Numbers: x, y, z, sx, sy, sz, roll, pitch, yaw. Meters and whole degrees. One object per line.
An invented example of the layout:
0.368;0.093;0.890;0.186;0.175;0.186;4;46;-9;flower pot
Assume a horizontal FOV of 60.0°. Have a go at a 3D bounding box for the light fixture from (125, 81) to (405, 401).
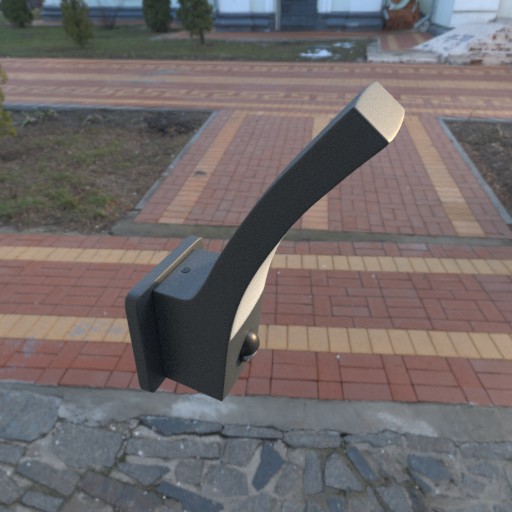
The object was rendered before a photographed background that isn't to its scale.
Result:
0.000;0.000;0.327;0.174;0.243;0.108;11;32;18;light fixture
